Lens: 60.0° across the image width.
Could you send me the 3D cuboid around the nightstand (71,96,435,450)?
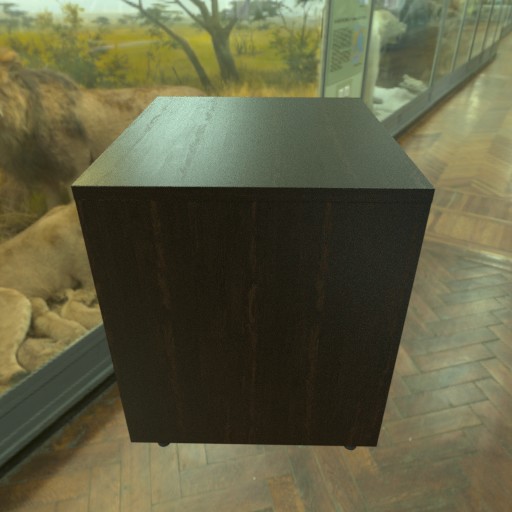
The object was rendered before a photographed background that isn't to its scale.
[{"bbox_3d":[0.000,0.000,0.853,0.427,0.487,0.489,1,31,1],"label":"nightstand"}]
